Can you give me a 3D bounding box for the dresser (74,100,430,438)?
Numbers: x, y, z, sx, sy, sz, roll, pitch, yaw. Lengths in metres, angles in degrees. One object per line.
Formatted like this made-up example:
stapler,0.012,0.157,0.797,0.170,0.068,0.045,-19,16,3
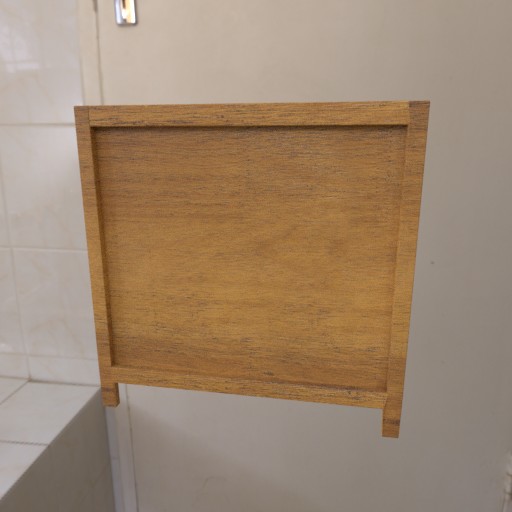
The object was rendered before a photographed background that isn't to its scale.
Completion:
dresser,0.000,0.000,1.280,0.804,0.804,0.427,3,15,10
